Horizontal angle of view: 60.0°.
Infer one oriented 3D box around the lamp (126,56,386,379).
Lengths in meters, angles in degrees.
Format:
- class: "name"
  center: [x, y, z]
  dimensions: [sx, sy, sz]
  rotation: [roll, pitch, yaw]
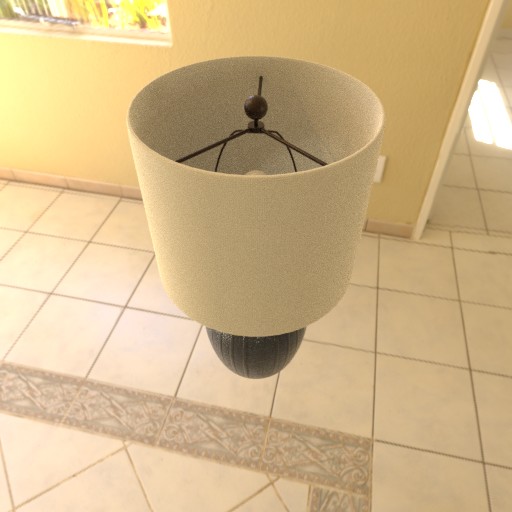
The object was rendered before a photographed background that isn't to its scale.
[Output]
- class: "lamp"
  center: [0.000, 0.000, 0.762]
  dimensions: [0.329, 0.570, 0.329]
  rotation: [2, 45, 2]
